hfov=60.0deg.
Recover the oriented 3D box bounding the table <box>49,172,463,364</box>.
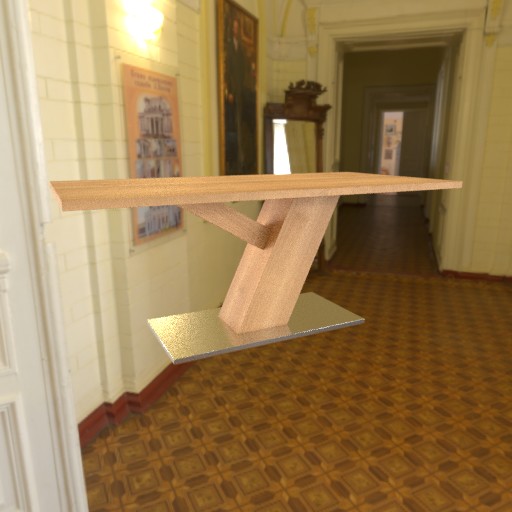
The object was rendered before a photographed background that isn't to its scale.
[{"bbox_3d":[0.000,0.000,2.250,1.800,0.750,0.900,-7,15,-26],"label":"table"}]
